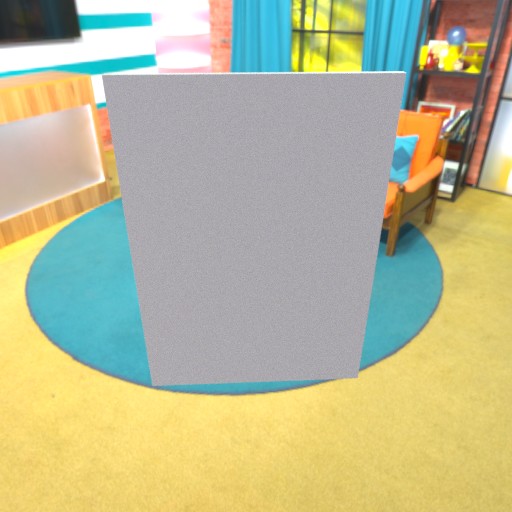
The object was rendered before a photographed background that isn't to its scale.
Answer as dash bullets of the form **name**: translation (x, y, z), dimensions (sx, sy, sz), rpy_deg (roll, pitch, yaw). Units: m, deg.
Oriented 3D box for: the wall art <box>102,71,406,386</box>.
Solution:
- **wall art**: translation (0.000, 0.000, 0.692), dimensions (0.381, 0.533, 0.013), rpy_deg (-1, 30, -2)
